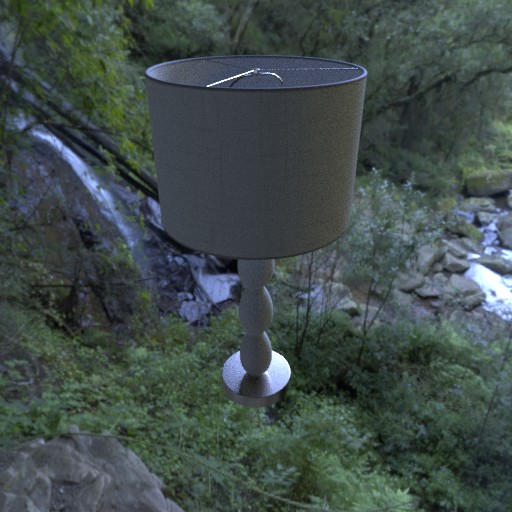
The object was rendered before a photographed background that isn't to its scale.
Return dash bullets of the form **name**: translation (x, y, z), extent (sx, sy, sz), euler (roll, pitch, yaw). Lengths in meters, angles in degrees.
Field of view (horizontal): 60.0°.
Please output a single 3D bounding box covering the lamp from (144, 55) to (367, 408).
- **lamp**: translation (0.000, 0.000, 0.711), extent (0.282, 0.559, 0.280), euler (-20, 36, -30)
